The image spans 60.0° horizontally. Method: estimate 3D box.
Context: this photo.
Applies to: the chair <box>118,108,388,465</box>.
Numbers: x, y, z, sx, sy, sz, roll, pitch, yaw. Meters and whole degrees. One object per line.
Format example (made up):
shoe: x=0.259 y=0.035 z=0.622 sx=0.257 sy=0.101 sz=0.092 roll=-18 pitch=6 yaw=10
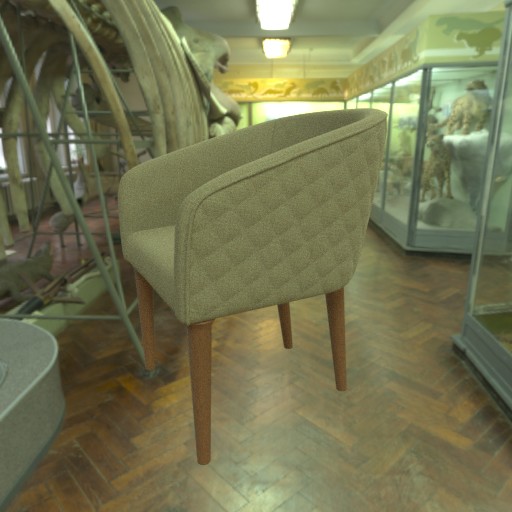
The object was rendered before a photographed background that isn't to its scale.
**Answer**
chair: x=0.000 y=0.000 z=1.210 sx=0.616 sy=0.775 sz=0.584 roll=-8 pitch=17 yaw=-27
